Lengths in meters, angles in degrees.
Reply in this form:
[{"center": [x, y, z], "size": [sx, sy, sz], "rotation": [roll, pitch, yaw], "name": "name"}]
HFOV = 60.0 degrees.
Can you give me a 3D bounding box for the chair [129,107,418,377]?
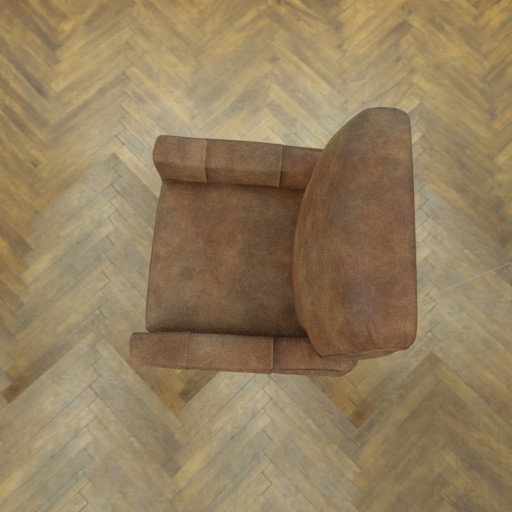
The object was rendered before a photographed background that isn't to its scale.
[{"center": [0.000, 0.000, 1.644], "size": [0.836, 1.043, 0.843], "rotation": [3, 76, 1], "name": "chair"}]
